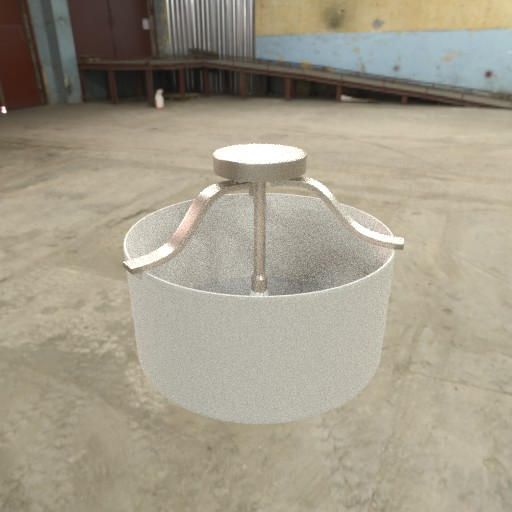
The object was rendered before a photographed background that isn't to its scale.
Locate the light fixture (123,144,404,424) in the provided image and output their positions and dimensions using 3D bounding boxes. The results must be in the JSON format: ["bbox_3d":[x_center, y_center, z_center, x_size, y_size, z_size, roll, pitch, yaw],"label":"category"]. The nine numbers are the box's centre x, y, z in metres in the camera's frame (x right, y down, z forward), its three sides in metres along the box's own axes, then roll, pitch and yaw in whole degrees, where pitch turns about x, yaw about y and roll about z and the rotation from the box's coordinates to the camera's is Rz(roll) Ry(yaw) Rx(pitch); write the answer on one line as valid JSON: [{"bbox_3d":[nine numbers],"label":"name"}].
[{"bbox_3d":[0.000,0.000,0.656,0.395,0.304,0.395,0,25,0],"label":"light fixture"}]
